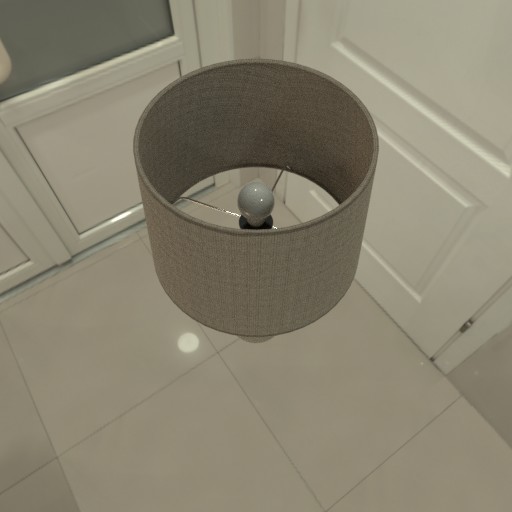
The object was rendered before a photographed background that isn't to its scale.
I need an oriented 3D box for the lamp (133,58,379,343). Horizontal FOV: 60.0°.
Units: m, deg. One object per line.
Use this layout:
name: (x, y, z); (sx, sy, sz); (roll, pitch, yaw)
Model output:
lamp: (0.000, 0.000, 0.839); (0.367, 0.609, 0.367); (0, 58, 0)
